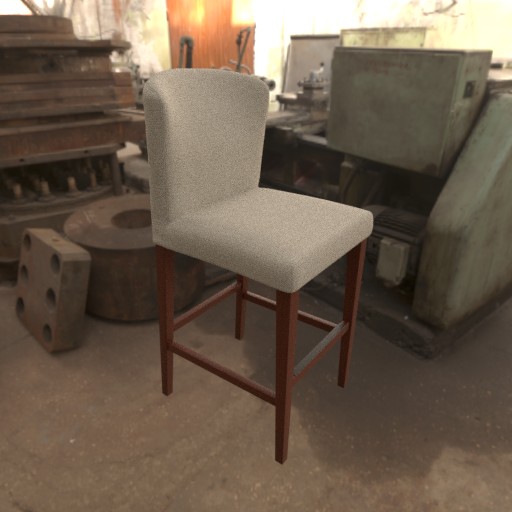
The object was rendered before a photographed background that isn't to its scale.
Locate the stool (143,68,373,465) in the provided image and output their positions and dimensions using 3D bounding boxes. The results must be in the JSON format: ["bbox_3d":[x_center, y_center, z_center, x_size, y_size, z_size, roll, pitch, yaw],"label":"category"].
[{"bbox_3d":[0.000,0.000,1.385,0.568,1.069,0.481,18,30,33],"label":"stool"}]
